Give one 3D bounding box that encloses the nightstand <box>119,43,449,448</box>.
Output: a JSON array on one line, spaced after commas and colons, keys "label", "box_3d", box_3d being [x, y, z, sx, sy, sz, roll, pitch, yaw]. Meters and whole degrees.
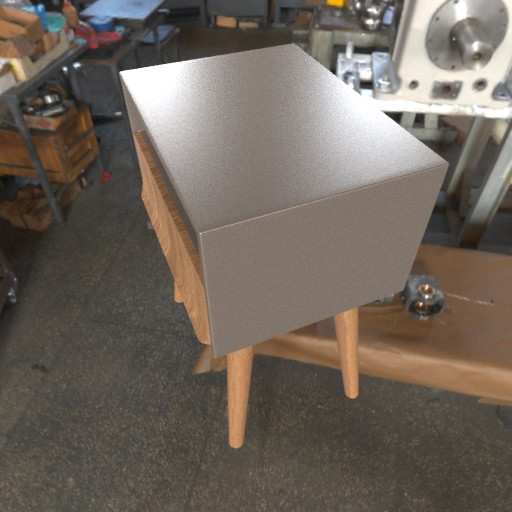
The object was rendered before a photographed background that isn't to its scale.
[{"label": "nightstand", "box_3d": [0.000, 0.000, 0.728, 0.288, 0.508, 0.370, -17, 48, -16]}]
